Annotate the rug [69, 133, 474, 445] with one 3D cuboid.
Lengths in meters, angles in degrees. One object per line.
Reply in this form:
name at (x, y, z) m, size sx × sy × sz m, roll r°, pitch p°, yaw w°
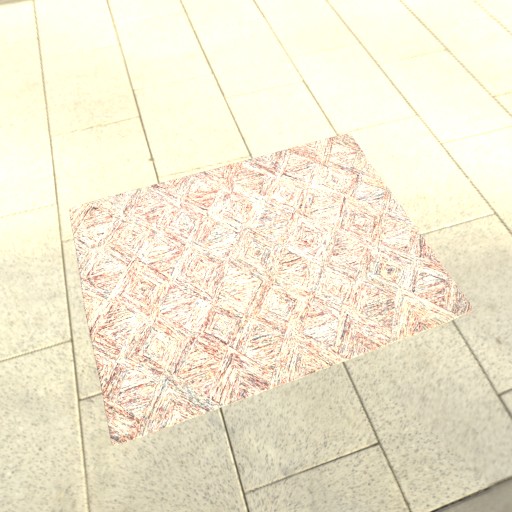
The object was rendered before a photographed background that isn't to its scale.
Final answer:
rug at (0.000, 0.000, 4.218) m, size 3.226 × 0.024 × 2.436 m, roll -17°, pitch 59°, yaw -11°
